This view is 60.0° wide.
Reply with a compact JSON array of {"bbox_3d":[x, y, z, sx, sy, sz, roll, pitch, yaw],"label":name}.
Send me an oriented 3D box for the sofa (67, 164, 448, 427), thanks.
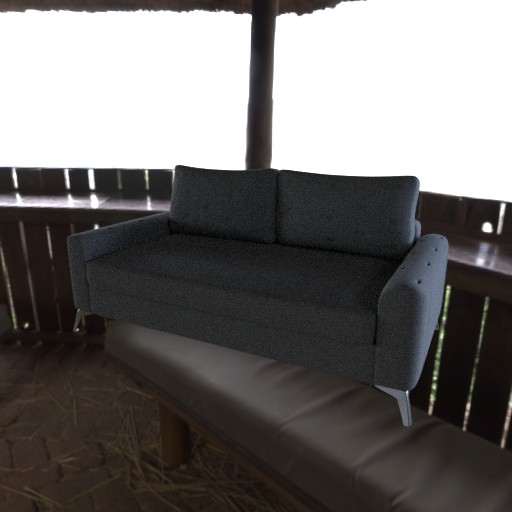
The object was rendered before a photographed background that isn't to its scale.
[{"bbox_3d":[0.000,0.000,2.136,1.650,0.790,0.920,8,18,26],"label":"sofa"}]
